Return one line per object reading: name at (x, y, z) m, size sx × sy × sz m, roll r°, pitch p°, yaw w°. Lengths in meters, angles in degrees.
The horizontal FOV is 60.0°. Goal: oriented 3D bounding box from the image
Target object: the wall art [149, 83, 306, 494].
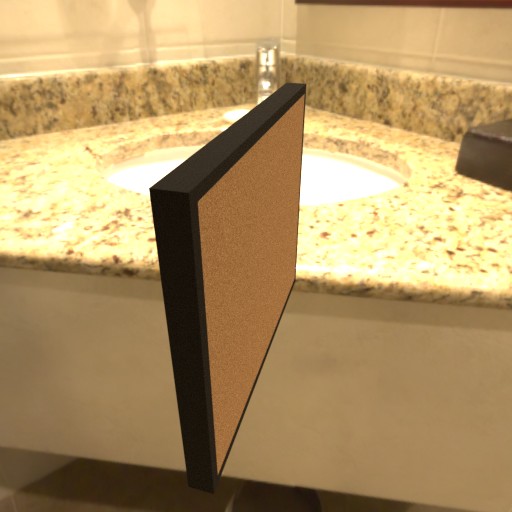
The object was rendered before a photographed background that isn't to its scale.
wall art at (0.000, 0.000, 0.528) m, size 0.028 × 0.325 × 0.397 m, roll 9°, pitch 32°, yaw 14°
